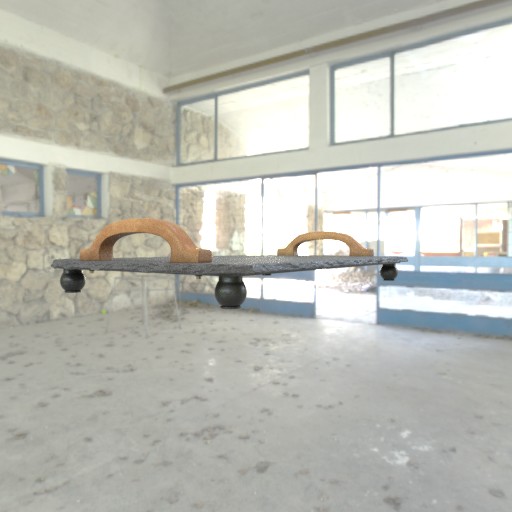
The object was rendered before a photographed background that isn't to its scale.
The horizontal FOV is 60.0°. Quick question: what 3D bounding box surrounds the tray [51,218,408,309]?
[{"bbox_3d":[0.000,0.000,0.467,0.231,0.062,0.387,1,1,35],"label":"tray"}]
